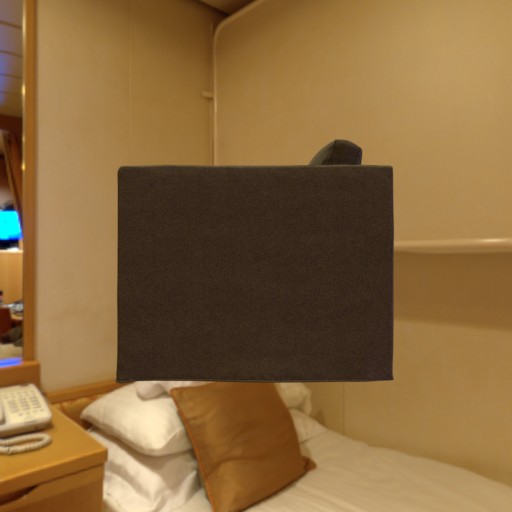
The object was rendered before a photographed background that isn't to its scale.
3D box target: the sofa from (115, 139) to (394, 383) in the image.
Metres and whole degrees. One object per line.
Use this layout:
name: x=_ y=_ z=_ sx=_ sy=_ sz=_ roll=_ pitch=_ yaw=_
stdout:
sofa: x=0.000 y=0.000 z=2.362 sx=0.974 sy=0.854 sz=1.802 roll=0 pitch=0 yaw=1
